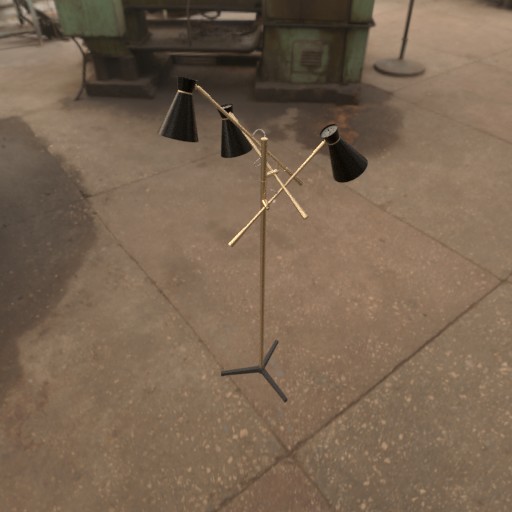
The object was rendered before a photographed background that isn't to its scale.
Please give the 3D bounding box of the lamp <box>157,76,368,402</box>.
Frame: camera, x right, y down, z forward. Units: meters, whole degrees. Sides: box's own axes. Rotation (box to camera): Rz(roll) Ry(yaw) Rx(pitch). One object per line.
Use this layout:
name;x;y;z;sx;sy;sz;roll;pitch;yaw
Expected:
lamp;0.000;0.000;2.214;0.750;1.804;0.653;-25;47;-25
